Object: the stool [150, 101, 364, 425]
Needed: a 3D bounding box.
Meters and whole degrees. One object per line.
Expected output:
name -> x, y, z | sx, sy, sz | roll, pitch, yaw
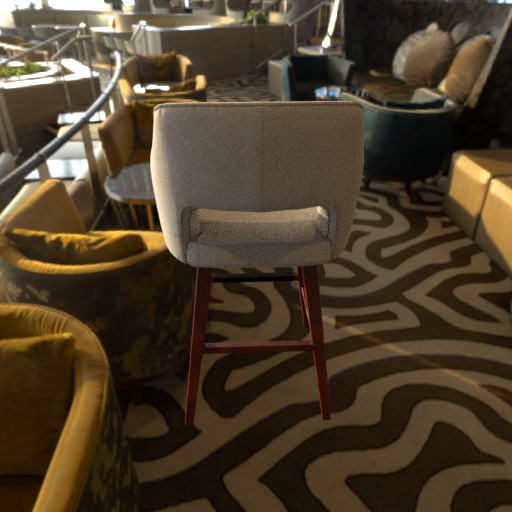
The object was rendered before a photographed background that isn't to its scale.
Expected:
stool -> 0.000, 0.000, 1.343 | 0.548, 1.012, 0.558 | -1, 32, -2
